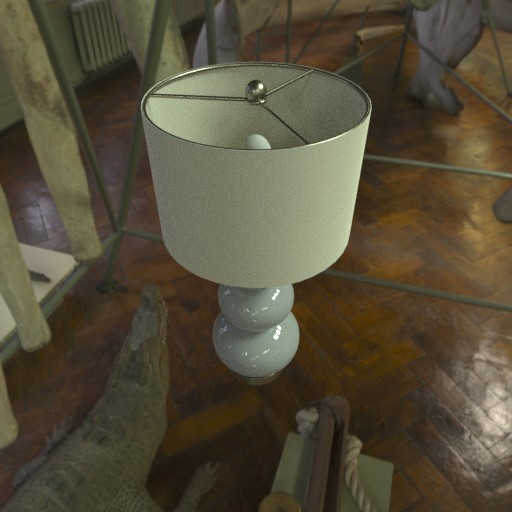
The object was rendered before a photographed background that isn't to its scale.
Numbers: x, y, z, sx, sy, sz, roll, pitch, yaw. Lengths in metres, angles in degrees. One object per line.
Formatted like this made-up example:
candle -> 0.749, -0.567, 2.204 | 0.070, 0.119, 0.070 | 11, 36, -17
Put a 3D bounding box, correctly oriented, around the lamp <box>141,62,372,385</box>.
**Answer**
lamp -> 0.000, 0.000, 0.937 | 0.367, 0.730, 0.367 | 12, 42, 14
